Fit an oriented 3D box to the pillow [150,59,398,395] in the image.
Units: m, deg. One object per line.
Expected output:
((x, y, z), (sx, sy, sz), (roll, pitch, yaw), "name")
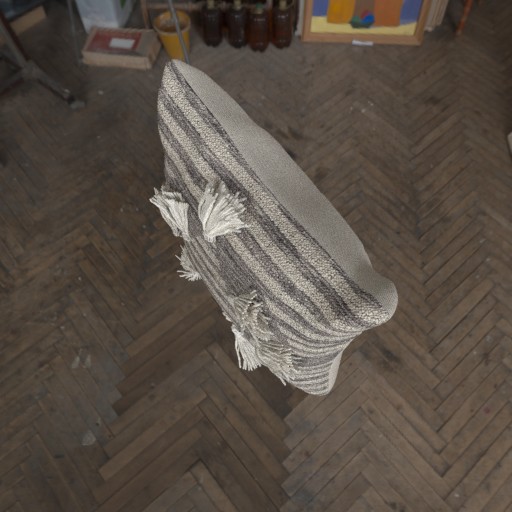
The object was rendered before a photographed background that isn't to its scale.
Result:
((0.000, 0.000, 0.776), (0.234, 0.490, 0.484), (-32, 67, -15), "pillow")
